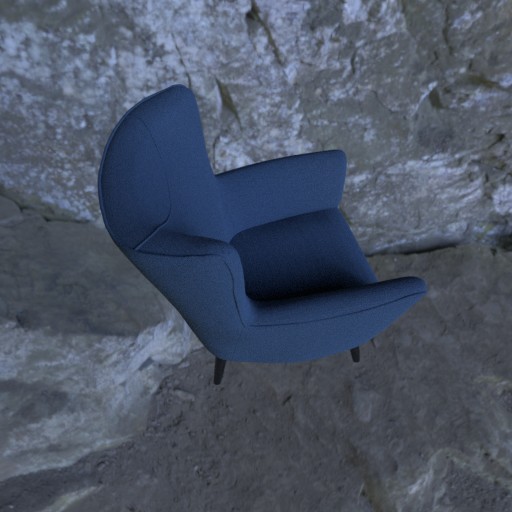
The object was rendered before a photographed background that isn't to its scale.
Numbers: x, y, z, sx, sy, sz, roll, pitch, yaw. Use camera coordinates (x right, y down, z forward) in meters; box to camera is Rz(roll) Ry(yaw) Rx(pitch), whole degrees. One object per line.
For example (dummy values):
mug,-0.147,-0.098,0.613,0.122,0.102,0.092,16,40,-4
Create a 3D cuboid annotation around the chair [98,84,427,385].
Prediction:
chair,0.000,0.000,1.566,0.888,0.933,0.781,-10,49,-9
